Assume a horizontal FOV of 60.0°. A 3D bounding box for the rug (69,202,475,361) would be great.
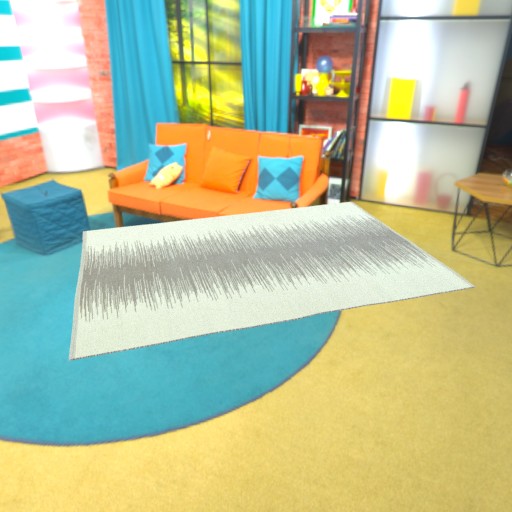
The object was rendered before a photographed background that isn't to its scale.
[{"bbox_3d":[0.000,0.000,2.385,1.815,0.007,1.226,-8,28,-15],"label":"rug"}]
